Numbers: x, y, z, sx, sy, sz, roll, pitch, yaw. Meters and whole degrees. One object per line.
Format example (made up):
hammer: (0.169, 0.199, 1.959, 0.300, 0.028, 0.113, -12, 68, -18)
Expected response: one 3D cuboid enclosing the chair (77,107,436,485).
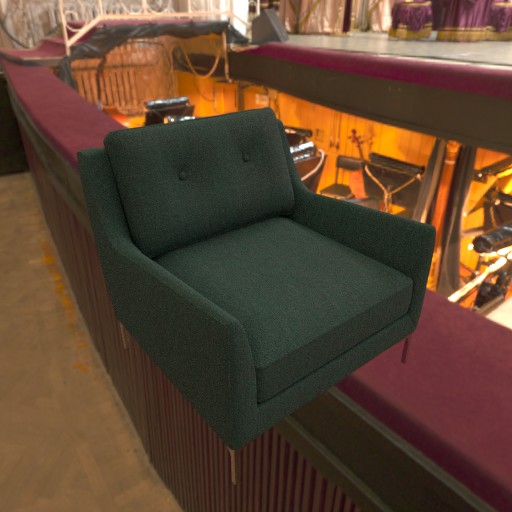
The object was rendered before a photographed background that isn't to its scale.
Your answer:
chair: (0.000, 0.000, 1.517, 0.847, 0.828, 0.849, -21, 35, -33)
